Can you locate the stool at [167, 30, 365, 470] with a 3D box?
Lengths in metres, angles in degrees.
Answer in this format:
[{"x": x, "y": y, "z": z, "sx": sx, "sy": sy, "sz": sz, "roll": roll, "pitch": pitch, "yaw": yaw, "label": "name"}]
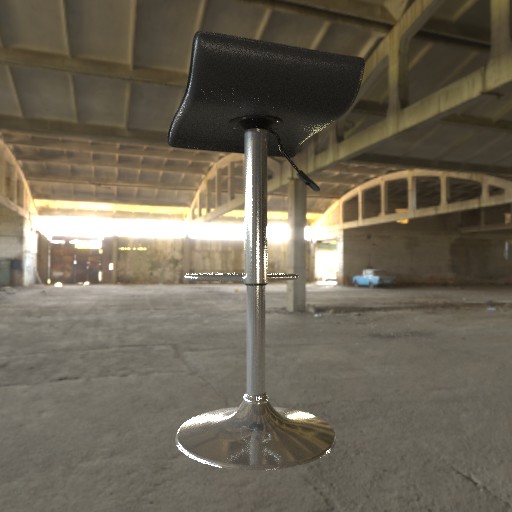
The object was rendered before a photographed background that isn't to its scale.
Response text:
[{"x": 0.000, "y": 0.000, "z": 1.068, "sx": 0.381, "sy": 0.851, "sz": 0.381, "roll": 0, "pitch": -1, "yaw": -19, "label": "stool"}]
